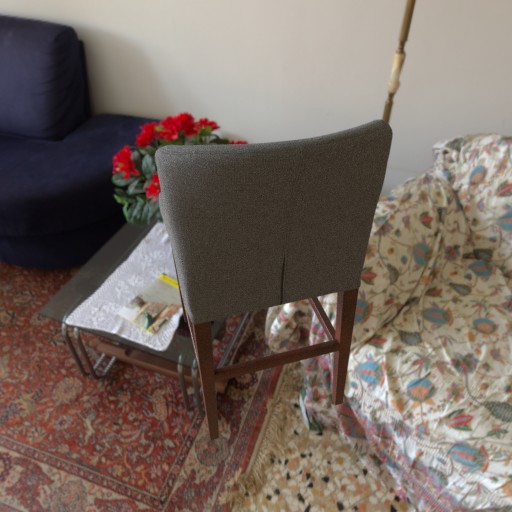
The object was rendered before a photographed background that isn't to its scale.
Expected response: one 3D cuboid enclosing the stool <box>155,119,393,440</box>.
[{"bbox_3d":[0.000,0.000,1.268,0.479,0.968,0.568,-11,43,-12],"label":"stool"}]
